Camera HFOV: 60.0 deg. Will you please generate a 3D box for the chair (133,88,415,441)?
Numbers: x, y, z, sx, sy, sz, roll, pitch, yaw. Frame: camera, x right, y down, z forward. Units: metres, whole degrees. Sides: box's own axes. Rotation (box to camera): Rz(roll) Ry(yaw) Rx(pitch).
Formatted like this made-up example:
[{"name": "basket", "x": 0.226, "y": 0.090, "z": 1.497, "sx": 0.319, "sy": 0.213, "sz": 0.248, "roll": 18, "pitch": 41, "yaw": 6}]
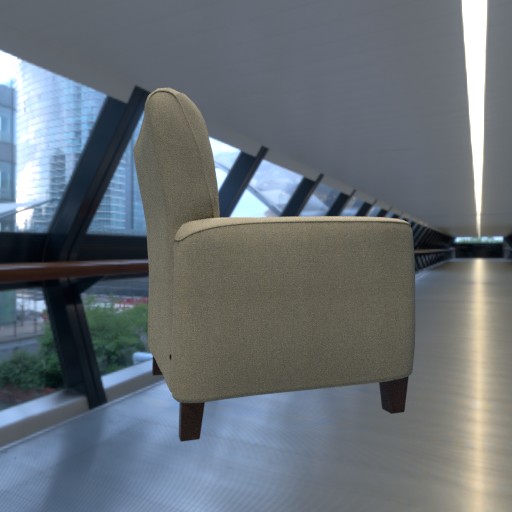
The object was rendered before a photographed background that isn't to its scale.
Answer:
[{"name": "chair", "x": 0.000, "y": 0.000, "z": 1.655, "sx": 0.853, "sy": 1.006, "sz": 0.850, "roll": 0, "pitch": 0, "yaw": -19}]
